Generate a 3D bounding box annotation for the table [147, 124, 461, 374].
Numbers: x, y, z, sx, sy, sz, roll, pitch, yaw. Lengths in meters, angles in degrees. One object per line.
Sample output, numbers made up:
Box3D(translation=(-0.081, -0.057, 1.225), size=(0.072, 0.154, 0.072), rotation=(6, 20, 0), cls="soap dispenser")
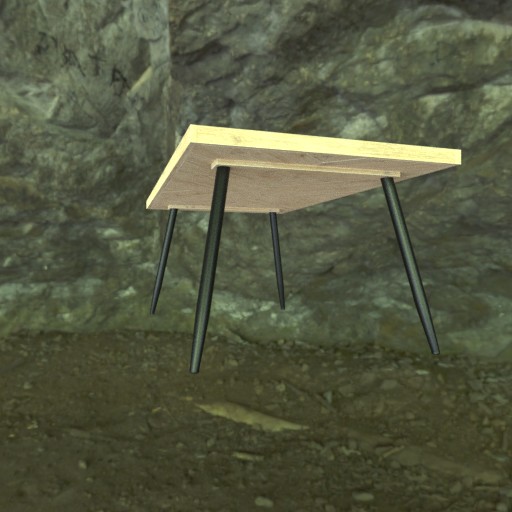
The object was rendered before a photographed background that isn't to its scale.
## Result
Box3D(translation=(0.000, 0.000, 2.321), size=(0.991, 0.762, 1.803), rotation=(0, -1, -18), cls="table")
